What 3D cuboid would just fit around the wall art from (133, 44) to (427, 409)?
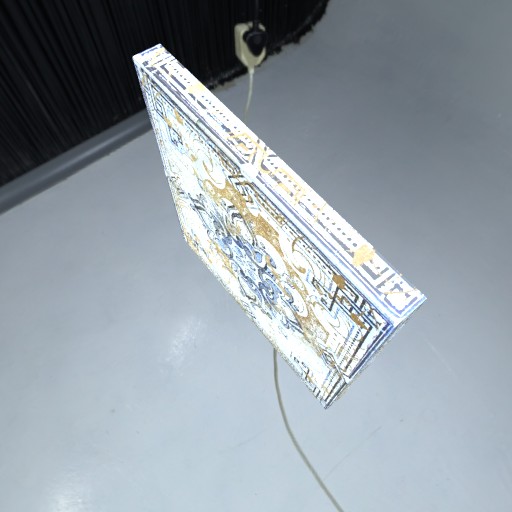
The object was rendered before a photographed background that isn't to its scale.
[{"bbox_3d":[0.000,0.000,0.618,0.038,0.410,0.411,-35,67,-17],"label":"wall art"}]
